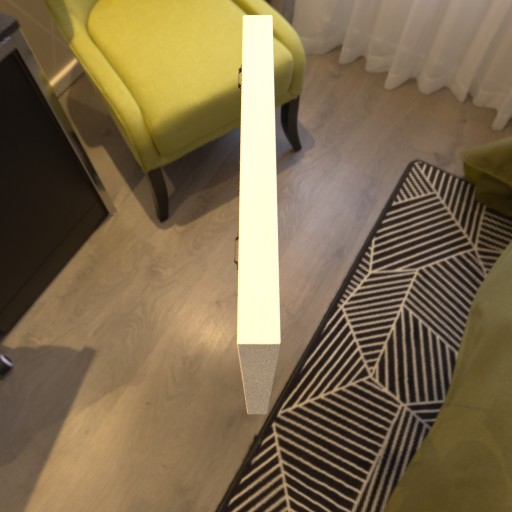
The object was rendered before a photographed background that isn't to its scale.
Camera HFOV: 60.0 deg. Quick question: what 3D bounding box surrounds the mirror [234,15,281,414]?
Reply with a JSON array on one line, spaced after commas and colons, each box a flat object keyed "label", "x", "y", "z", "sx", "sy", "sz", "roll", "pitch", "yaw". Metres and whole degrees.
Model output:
[{"label": "mirror", "x": 0.000, "y": 0.000, "z": 0.680, "sx": 0.041, "sy": 0.509, "sz": 0.406, "roll": 0, "pitch": 64, "yaw": 0}]
